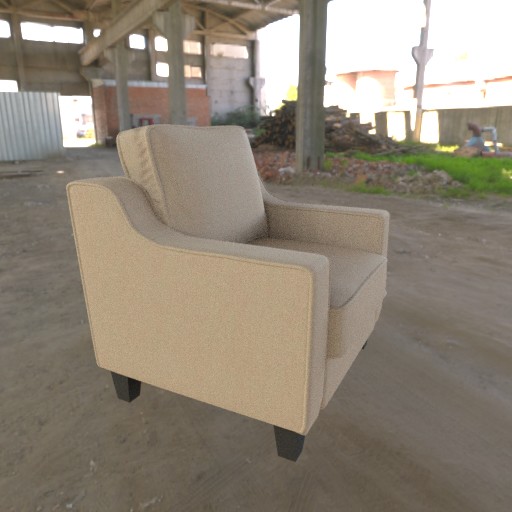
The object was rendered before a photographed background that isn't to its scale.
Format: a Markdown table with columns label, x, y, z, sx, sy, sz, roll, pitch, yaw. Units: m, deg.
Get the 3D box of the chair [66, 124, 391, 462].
| label | x | y | z | sx | sy | sz | roll | pitch | yaw |
| --- | --- | --- | --- | --- | --- | --- | --- | --- | --- |
| chair | 0.000 | 0.000 | 1.669 | 0.882 | 0.948 | 0.922 | 8 | 18 | 26 |
